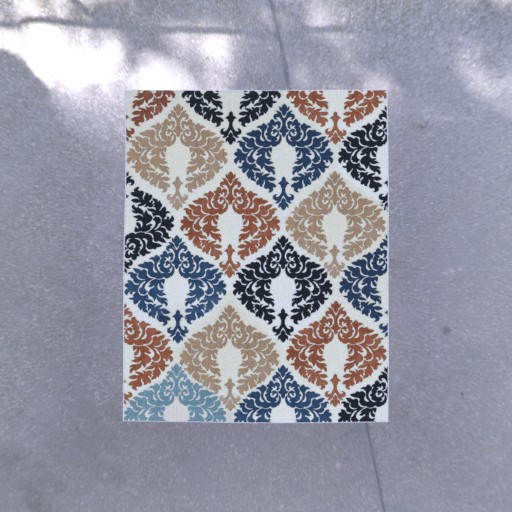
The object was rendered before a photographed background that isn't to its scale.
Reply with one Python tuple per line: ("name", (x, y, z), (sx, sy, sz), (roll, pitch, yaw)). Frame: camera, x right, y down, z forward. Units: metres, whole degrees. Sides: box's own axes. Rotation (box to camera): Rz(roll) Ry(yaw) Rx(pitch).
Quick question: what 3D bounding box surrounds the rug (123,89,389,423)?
("rug", (0.000, 0.000, 4.042), (2.423, 0.014, 3.040), (0, 90, 0))
